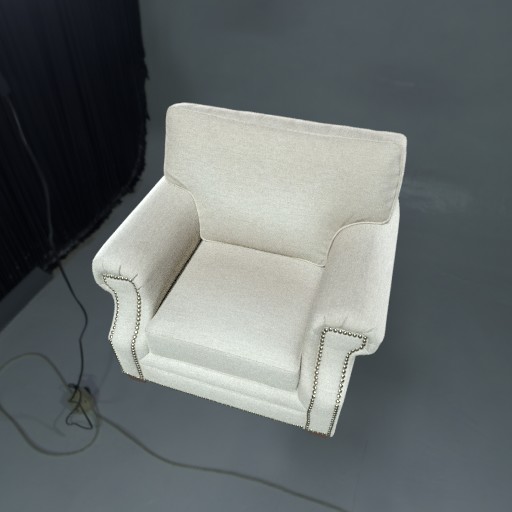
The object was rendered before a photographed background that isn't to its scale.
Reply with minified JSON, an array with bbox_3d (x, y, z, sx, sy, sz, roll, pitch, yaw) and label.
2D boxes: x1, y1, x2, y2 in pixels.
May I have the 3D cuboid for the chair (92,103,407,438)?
[{"bbox_3d":[0.000,0.000,1.854,1.092,0.961,0.965,12,44,13],"label":"chair"}]
